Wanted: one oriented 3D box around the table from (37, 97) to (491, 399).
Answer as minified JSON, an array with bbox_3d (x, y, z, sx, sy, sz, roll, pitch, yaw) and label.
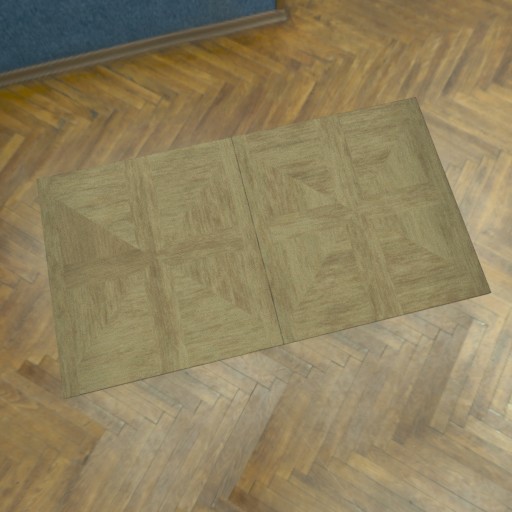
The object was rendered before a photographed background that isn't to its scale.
[{"bbox_3d":[0.000,0.000,2.387,1.881,0.768,1.016,-13,75,-4],"label":"table"}]
